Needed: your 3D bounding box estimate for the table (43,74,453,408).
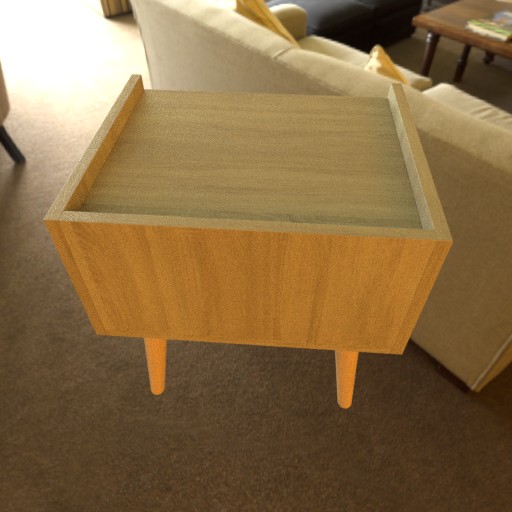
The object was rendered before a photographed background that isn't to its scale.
[{"bbox_3d":[0.000,0.000,0.782,0.450,0.470,0.370,3,47,3],"label":"table"}]
